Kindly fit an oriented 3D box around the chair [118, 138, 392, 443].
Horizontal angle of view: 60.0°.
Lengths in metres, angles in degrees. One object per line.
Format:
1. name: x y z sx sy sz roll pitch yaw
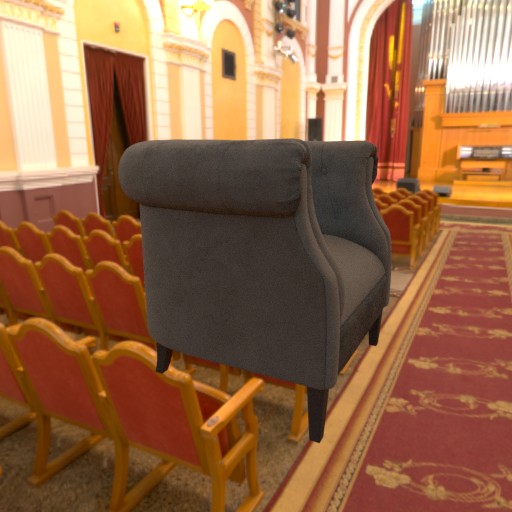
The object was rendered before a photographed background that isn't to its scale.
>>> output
1. chair: 0.000 0.000 1.618 0.851 0.826 0.904 7 16 27
